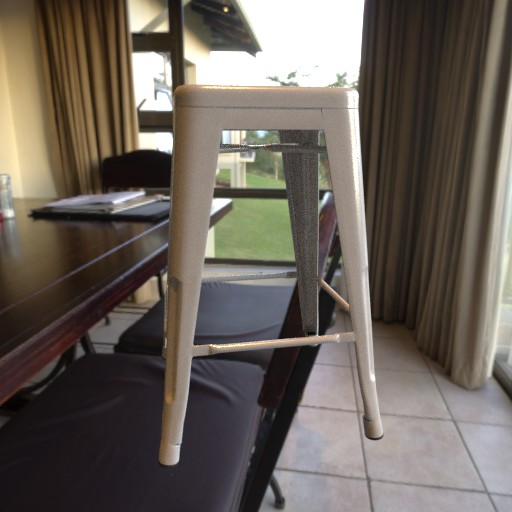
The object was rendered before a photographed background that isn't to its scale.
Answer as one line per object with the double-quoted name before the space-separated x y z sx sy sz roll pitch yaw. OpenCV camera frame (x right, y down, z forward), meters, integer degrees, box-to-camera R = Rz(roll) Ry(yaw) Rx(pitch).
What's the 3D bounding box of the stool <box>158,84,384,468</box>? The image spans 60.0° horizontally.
"stool" 0.000 0.000 0.881 0.406 0.610 0.406 -3 16 -10
